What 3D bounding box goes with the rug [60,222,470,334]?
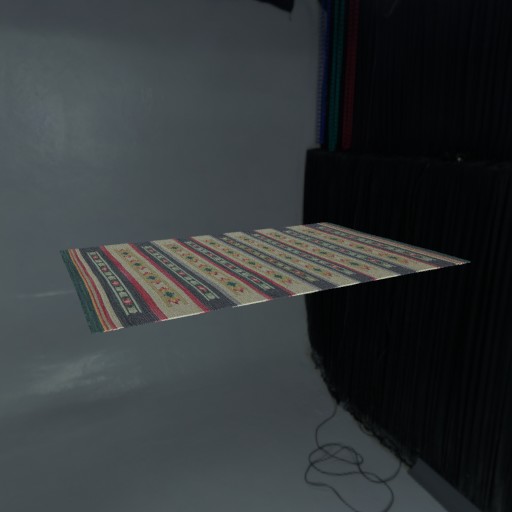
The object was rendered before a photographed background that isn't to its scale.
[{"bbox_3d":[0.000,0.000,2.970,2.311,0.010,1.522,-8,17,-27],"label":"rug"}]
